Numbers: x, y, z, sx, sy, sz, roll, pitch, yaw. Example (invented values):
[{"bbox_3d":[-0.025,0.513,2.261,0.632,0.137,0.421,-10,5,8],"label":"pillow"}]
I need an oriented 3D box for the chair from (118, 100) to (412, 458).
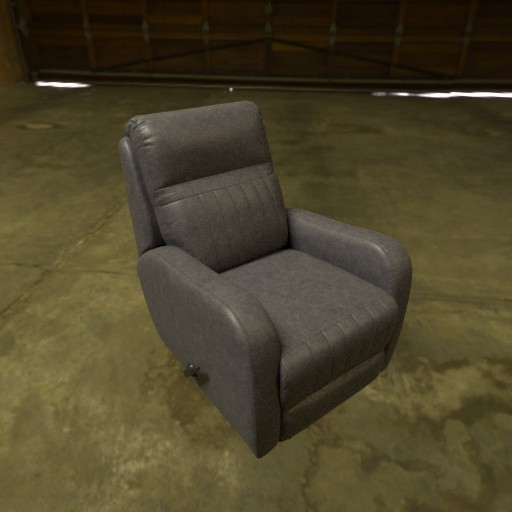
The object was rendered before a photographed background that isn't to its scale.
[{"bbox_3d":[0.000,0.000,1.838,0.865,1.067,1.067,-21,35,-32],"label":"chair"}]
